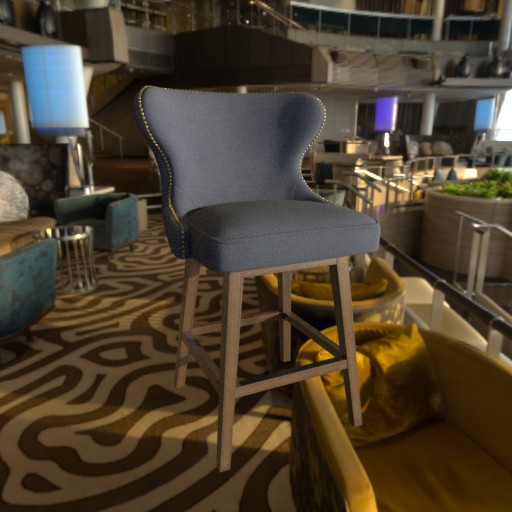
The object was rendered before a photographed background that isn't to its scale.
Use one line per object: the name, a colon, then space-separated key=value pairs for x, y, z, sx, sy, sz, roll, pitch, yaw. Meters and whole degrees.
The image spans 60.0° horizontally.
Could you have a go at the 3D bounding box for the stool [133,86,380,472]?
stool: x=0.000 y=0.000 z=1.331 sx=0.615 sy=0.972 sz=0.597 roll=-7 pitch=17 yaw=-24
